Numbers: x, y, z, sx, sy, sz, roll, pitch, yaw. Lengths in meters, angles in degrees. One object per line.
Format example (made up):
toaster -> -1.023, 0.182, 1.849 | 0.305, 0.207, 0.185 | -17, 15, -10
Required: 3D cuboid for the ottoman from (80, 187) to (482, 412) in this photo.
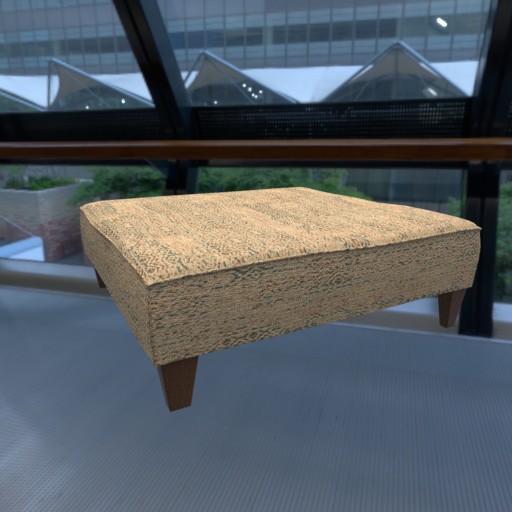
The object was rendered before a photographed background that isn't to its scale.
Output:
ottoman -> 0.000, 0.000, 1.517 | 1.004, 0.356, 0.968 | -9, 18, -27
